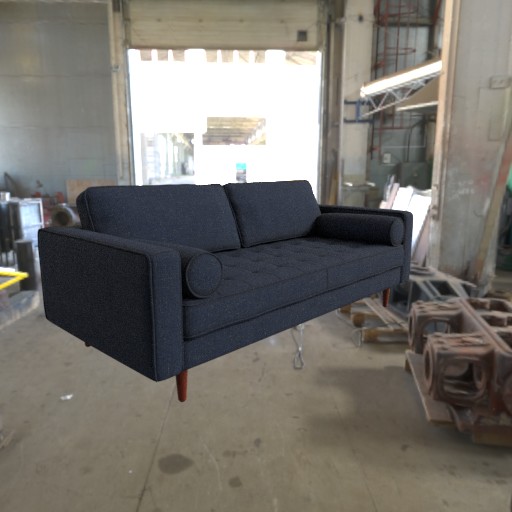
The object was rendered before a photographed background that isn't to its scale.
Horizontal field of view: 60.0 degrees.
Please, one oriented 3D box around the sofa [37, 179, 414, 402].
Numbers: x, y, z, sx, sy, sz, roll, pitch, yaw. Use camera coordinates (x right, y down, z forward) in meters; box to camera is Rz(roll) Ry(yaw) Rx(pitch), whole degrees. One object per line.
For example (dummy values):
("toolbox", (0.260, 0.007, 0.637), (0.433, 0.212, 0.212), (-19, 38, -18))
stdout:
("sofa", (0.000, 0.000, 2.347), (0.914, 0.762, 1.880), (11, 15, 42))
